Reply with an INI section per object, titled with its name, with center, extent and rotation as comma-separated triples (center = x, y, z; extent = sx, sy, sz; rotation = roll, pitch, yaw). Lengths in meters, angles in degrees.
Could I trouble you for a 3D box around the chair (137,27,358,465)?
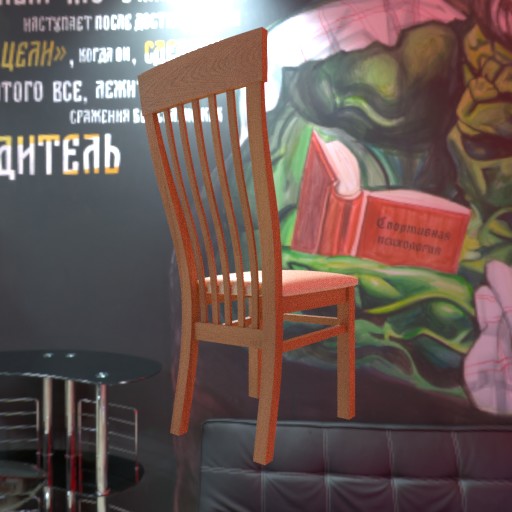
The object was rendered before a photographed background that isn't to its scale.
[chair]
center = 0.000, 0.000, 1.370
extent = 0.450, 1.050, 0.580
rotation = 0, -1, 37
